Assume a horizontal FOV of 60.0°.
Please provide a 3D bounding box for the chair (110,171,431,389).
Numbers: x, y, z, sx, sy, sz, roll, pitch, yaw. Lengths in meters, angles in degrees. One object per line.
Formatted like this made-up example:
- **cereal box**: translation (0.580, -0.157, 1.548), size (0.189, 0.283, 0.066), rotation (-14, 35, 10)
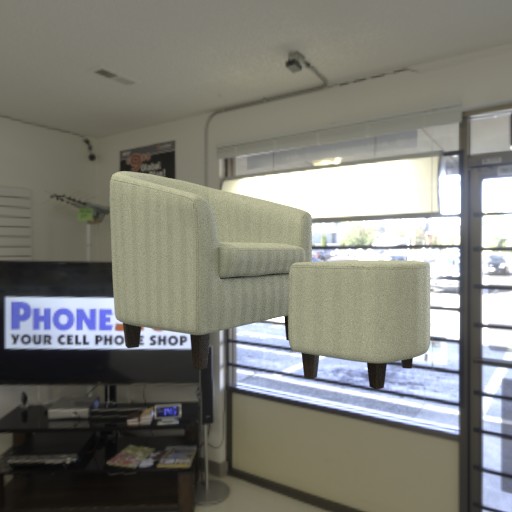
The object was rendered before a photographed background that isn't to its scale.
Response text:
- **chair**: translation (0.000, 0.000, 1.721), size (1.288, 0.757, 0.756), rotation (1, 1, 36)
